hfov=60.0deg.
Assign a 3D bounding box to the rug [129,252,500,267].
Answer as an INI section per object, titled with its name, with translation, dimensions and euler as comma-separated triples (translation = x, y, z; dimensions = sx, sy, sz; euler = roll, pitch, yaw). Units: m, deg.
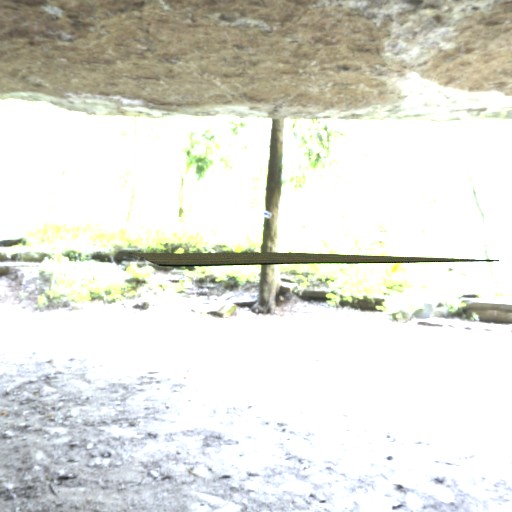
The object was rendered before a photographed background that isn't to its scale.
[rug]
translation = 0.000, 0.000, 2.931
dimensions = 1.520, 0.011, 2.447
euler = 0, 1, -18
